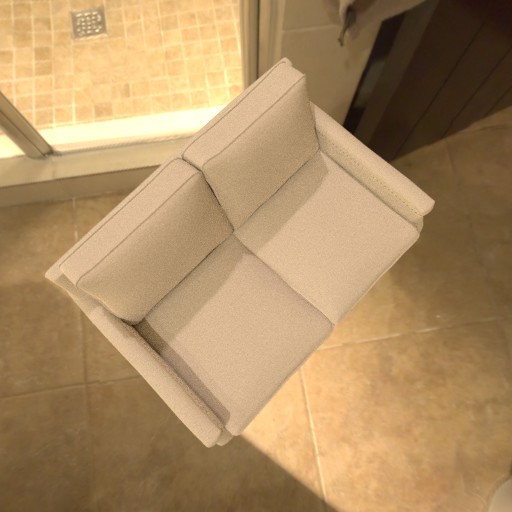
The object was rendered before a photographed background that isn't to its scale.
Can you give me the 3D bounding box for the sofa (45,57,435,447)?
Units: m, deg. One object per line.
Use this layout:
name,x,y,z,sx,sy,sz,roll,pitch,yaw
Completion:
sofa,0.000,0.000,2.256,1.084,1.003,1.597,43,80,10
